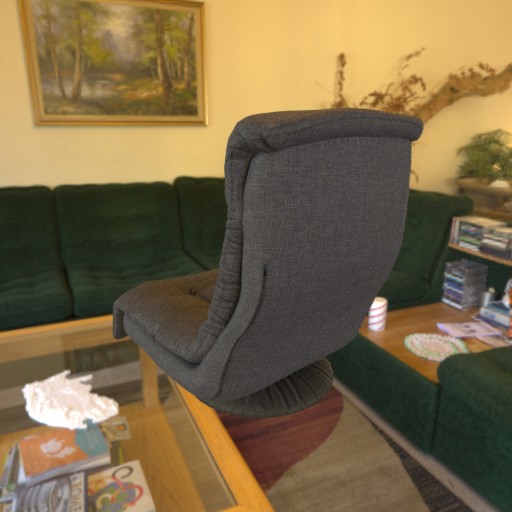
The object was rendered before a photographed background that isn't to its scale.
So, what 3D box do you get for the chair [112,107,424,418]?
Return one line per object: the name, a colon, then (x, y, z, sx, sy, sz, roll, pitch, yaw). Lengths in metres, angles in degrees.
chair: (0.000, 0.000, 1.206, 0.597, 0.749, 0.668, -14, 21, -40)
